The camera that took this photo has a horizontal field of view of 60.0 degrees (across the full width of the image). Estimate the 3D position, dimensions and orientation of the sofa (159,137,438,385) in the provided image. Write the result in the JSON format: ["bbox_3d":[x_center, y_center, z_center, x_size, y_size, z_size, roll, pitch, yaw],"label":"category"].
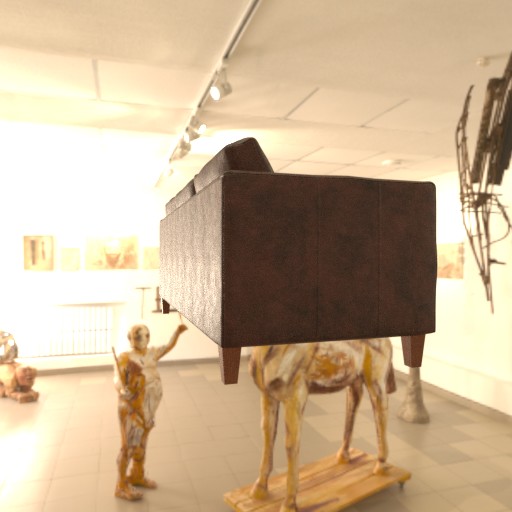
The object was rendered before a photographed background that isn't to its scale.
[{"bbox_3d":[0.000,0.000,2.971,1.045,1.006,2.464,0,0,-18],"label":"sofa"}]
